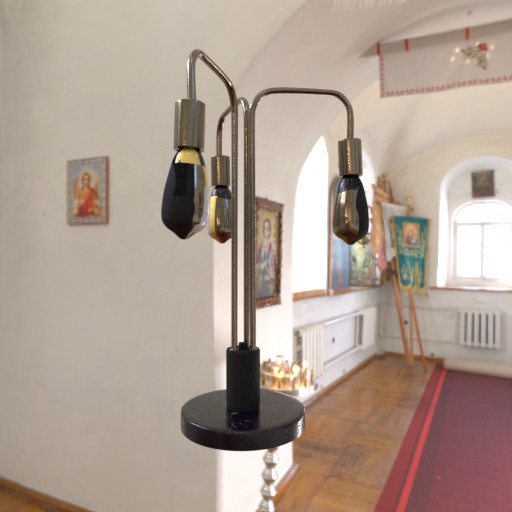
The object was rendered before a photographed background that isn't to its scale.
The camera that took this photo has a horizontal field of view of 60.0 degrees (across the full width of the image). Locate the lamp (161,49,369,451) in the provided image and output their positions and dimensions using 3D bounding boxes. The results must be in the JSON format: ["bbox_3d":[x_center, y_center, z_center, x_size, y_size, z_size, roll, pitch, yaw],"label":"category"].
[{"bbox_3d":[0.000,0.000,0.762,0.355,0.560,0.368,0,1,-19],"label":"lamp"}]
